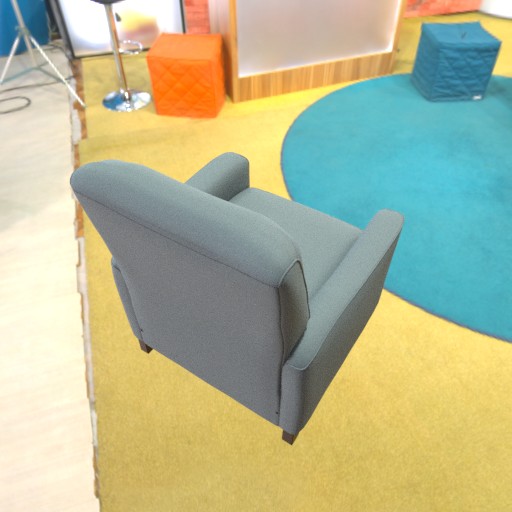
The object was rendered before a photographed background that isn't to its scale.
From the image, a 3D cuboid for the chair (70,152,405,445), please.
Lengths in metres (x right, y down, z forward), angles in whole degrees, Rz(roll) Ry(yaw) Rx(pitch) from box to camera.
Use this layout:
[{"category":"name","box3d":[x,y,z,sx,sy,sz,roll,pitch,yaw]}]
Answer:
[{"category":"chair","box3d":[0.000,0.000,1.629,0.853,1.007,0.846,25,50,23]}]
